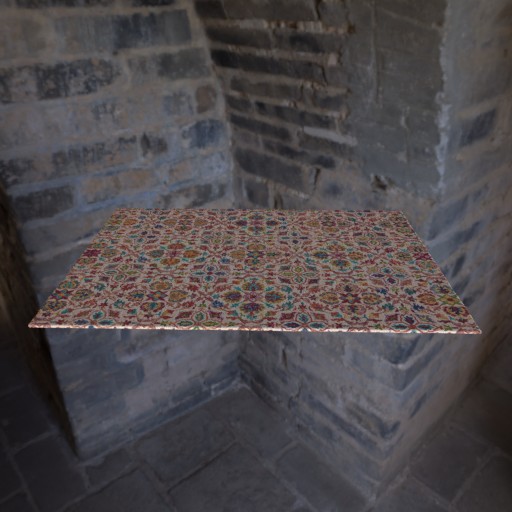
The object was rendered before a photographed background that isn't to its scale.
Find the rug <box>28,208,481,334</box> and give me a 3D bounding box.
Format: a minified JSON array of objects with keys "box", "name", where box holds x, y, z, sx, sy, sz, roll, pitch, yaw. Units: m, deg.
[{"box":[0.000,0.000,2.913,2.297,0.018,1.541,1,29,1],"name":"rug"}]
